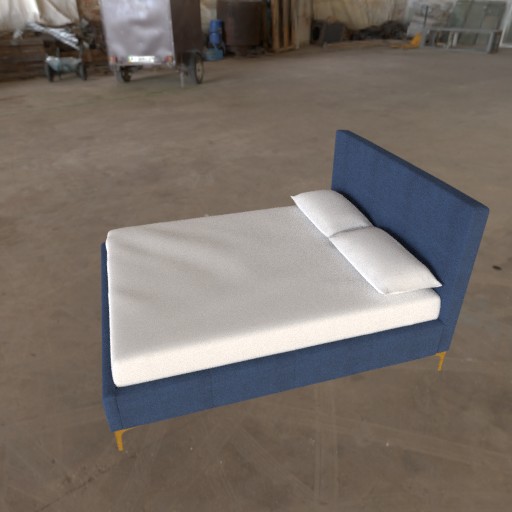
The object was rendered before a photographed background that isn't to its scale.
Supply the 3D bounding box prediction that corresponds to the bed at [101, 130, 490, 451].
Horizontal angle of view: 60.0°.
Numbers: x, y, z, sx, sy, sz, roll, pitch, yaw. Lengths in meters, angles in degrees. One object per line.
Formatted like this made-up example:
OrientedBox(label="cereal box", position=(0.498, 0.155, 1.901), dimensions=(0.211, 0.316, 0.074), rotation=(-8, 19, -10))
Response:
OrientedBox(label="bed", position=(0.000, 0.000, 3.143), dimensions=(2.172, 1.231, 1.723), rotation=(-9, 32, -15))
